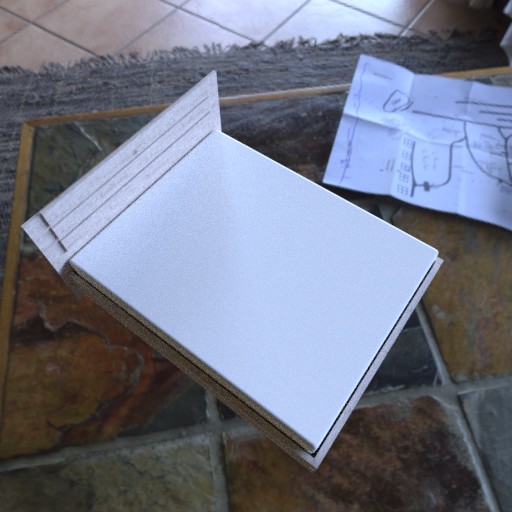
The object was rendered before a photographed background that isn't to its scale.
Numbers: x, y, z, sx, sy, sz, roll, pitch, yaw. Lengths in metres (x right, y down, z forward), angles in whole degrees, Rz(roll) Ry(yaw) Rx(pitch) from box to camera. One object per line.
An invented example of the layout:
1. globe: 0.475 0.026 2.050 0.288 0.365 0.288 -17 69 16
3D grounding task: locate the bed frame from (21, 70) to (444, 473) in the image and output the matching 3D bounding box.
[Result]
1. bed frame: 0.000 0.000 2.997 2.080 0.970 1.750 32 64 18
